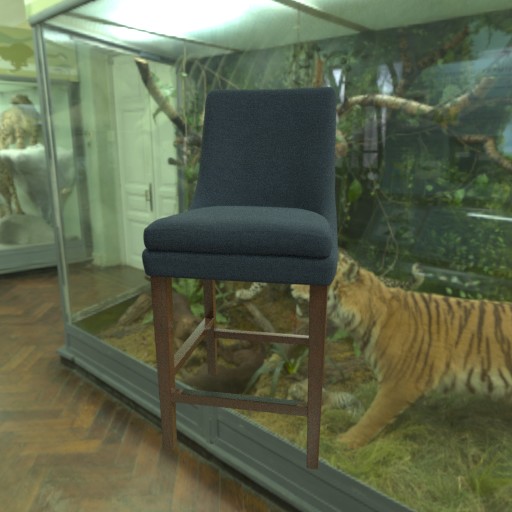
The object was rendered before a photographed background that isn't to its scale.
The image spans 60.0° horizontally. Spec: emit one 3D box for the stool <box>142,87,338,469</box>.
[{"bbox_3d":[0.000,0.000,1.296,0.470,0.981,0.577,3,14,10],"label":"stool"}]
